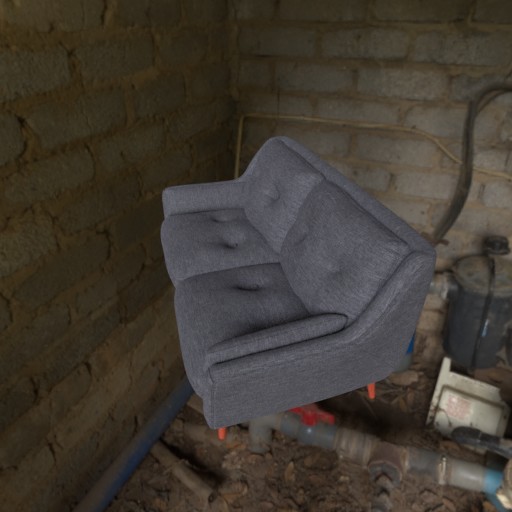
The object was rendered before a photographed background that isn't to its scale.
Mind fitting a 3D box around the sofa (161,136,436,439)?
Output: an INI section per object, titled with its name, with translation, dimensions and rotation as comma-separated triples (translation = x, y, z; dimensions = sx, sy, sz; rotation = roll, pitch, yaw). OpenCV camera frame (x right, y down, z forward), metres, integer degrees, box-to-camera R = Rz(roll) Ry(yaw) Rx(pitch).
[sofa]
translation = 0.000, 0.000, 2.470
dimensions = 0.975, 0.896, 1.929
rotation = -7, 30, -13
